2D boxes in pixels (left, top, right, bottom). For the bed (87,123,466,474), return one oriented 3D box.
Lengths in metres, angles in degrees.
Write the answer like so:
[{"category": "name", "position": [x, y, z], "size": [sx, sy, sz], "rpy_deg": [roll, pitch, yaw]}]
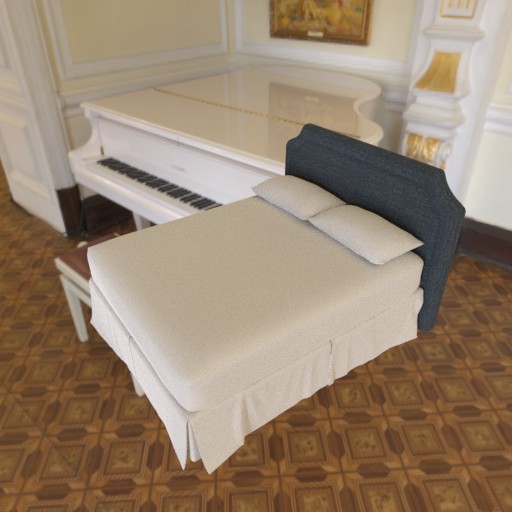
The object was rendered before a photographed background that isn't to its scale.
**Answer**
[{"category": "bed", "position": [0.000, 0.000, 3.278], "size": [2.208, 1.297, 1.828], "rpy_deg": [-21, 38, -29]}]
